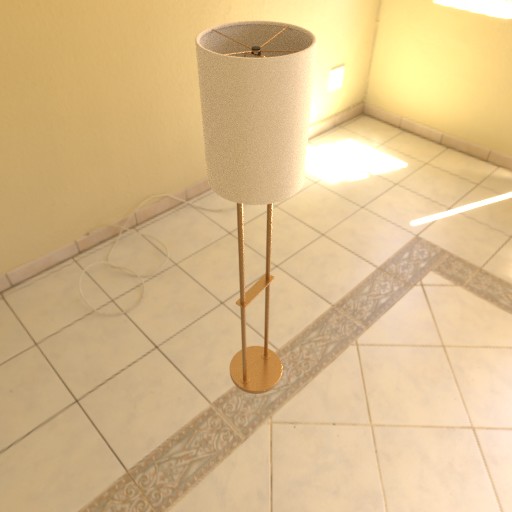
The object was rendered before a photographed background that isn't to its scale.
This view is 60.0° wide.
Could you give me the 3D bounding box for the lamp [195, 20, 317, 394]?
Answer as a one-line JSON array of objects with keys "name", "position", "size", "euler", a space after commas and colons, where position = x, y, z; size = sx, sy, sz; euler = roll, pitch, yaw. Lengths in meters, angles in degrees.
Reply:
[{"name": "lamp", "position": [0.000, 0.000, 1.627], "size": [0.305, 1.500, 0.306], "euler": [27, 49, 26]}]
